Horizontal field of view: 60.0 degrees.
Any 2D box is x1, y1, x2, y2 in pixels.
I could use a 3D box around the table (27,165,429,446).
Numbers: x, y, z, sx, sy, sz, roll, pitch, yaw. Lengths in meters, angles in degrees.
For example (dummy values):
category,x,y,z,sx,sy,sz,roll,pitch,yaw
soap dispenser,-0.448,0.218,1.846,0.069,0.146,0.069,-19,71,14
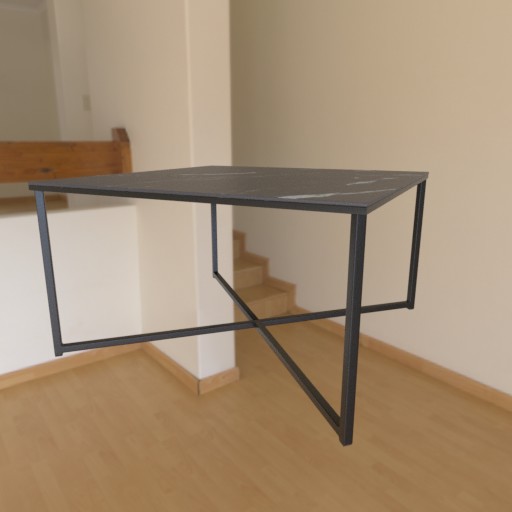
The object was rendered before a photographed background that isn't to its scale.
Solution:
category,x,y,z,sx,sy,sz,roll,pitch,yaw
table,0.000,0.000,1.266,0.800,0.450,0.800,7,16,26
